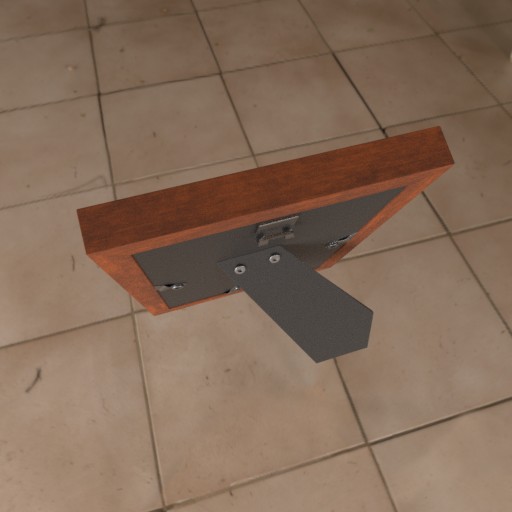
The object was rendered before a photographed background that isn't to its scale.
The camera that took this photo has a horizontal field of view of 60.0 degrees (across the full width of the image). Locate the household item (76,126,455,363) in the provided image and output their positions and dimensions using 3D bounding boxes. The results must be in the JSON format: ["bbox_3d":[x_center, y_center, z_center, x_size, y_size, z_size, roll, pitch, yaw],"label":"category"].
[{"bbox_3d":[0.000,0.000,0.282,0.160,0.204,0.096,-15,59,-9],"label":"household item"}]
